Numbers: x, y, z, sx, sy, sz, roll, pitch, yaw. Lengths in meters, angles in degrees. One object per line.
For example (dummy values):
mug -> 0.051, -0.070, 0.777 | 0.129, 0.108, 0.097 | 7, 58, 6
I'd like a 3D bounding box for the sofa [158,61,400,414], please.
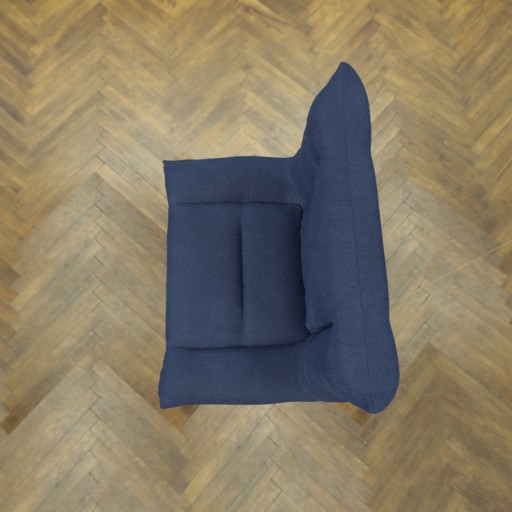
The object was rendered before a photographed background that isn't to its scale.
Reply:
sofa -> 0.000, 0.000, 1.691 | 0.849, 0.778, 1.122 | -2, 75, -1
